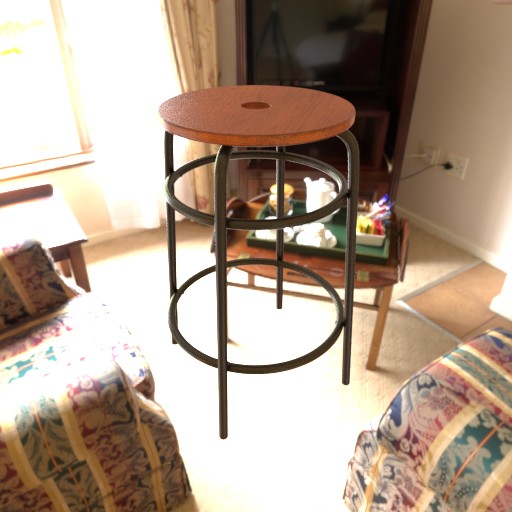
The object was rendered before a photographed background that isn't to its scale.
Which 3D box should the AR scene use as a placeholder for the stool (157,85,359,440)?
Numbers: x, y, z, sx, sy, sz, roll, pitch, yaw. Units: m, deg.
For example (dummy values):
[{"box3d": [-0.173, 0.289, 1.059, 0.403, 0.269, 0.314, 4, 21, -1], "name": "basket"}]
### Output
[{"box3d": [0.000, 0.000, 0.921, 0.455, 0.610, 0.455, 10, 34, 15], "name": "stool"}]
